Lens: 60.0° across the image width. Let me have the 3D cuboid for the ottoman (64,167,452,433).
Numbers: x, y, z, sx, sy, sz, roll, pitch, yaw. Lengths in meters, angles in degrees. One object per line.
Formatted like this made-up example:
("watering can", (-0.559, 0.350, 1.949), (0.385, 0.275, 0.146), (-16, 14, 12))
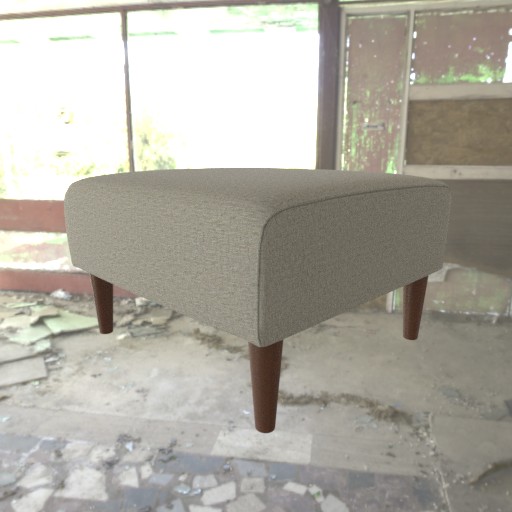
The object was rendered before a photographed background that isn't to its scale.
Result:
("ottoman", (0.000, 0.000, 1.044), (0.648, 0.399, 0.655), (-13, 19, -43))
